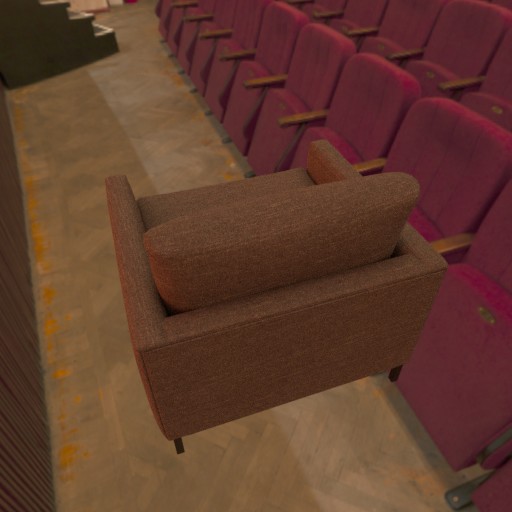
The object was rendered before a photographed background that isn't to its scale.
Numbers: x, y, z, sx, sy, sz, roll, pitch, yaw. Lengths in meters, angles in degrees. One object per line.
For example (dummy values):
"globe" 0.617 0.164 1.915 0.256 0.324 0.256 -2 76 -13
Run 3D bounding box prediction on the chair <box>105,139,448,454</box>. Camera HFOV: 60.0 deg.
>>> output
"chair" 0.000 0.000 1.594 0.940 0.841 0.845 -13 44 -14
